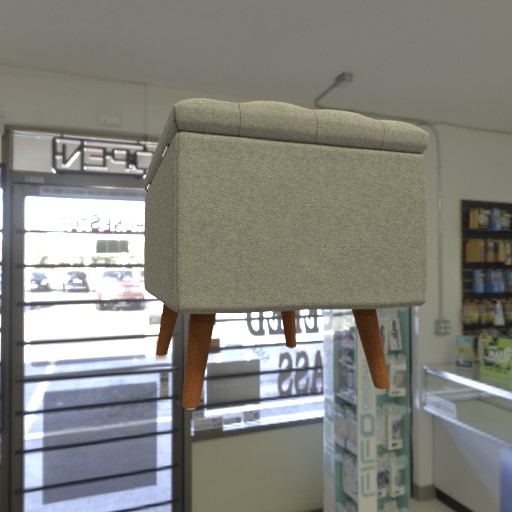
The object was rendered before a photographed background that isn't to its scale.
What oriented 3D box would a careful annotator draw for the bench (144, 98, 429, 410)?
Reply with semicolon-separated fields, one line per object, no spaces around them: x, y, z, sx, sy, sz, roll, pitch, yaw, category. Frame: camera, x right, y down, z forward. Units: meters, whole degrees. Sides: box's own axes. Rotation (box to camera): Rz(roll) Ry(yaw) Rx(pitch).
0.000;0.000;0.915;0.417;0.469;0.572;0;-1;-18;bench
